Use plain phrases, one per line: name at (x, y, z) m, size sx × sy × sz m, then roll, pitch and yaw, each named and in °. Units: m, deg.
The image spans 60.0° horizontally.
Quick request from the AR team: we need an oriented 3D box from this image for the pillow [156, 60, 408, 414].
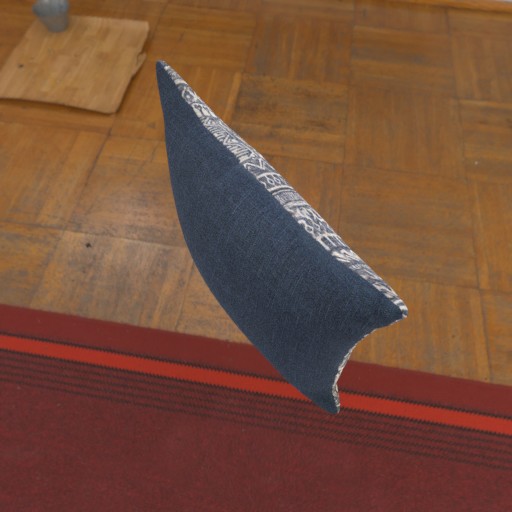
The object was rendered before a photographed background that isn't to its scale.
pillow at (0.000, 0.000, 0.788) m, size 0.180 × 0.487 × 0.546 m, roll -32°, pitch 64°, yaw -18°
